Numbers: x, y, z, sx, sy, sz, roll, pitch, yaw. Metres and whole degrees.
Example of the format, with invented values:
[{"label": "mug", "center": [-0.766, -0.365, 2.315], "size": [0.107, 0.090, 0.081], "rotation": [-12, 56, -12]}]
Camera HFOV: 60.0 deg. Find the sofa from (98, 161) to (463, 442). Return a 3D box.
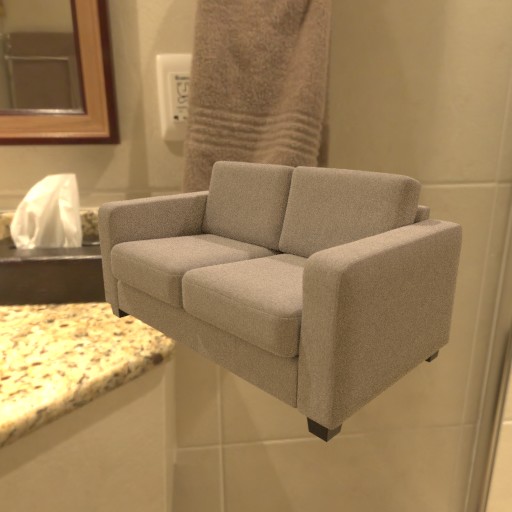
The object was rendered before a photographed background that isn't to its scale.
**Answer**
[{"label": "sofa", "center": [0.000, 0.000, 2.068], "size": [0.900, 0.800, 1.540], "rotation": [-15, 22, -42]}]
